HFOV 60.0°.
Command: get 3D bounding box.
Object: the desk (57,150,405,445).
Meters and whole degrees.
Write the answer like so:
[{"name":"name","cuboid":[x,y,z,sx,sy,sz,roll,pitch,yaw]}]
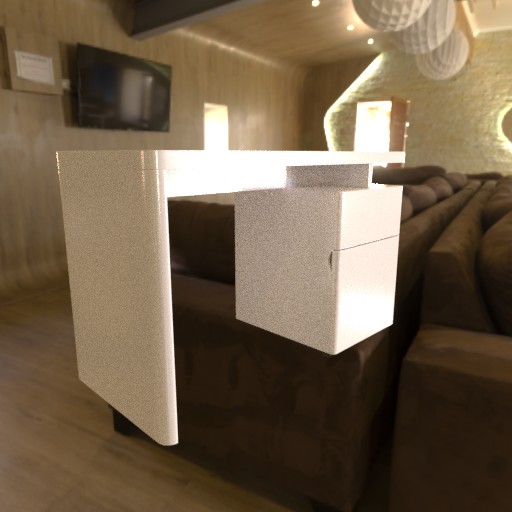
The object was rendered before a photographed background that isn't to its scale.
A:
[{"name":"desk","cuboid":[0.000,0.000,1.655,0.550,0.760,1.200,13,18,44]}]
